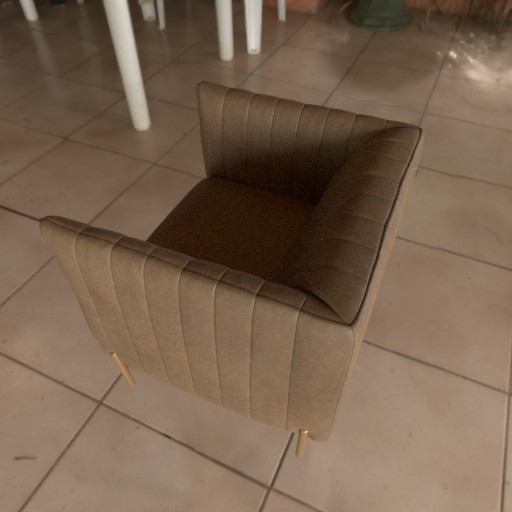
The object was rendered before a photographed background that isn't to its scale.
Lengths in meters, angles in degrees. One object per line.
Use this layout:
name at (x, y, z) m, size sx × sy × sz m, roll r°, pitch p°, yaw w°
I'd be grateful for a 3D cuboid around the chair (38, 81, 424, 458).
chair at (0.000, 0.000, 1.587) m, size 0.876 × 0.779 × 0.981 m, roll 18°, pitch 49°, yaw 16°
